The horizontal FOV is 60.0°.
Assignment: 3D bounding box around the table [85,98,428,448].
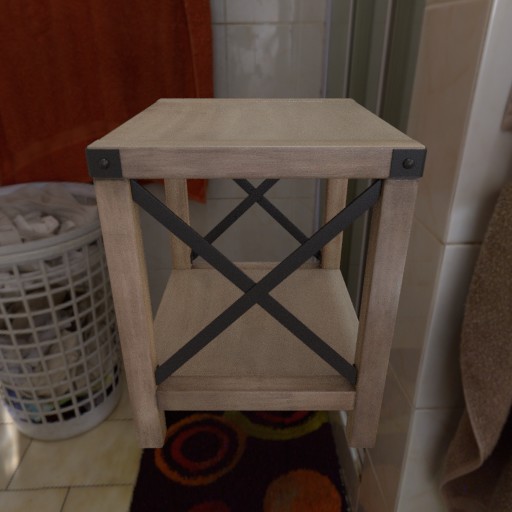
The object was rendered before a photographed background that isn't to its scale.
[{"bbox_3d":[0.000,0.000,0.918,0.459,0.561,0.510,0,26,0],"label":"table"}]
